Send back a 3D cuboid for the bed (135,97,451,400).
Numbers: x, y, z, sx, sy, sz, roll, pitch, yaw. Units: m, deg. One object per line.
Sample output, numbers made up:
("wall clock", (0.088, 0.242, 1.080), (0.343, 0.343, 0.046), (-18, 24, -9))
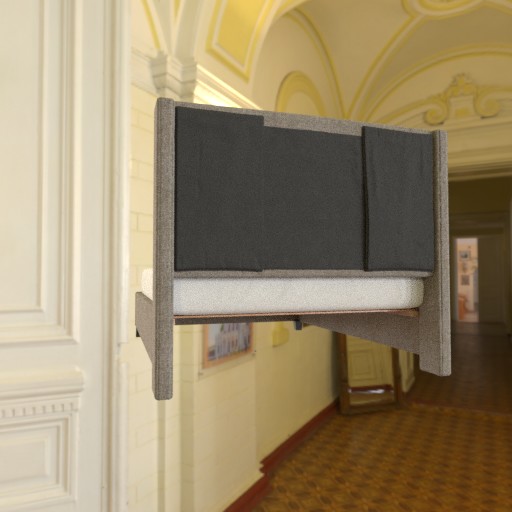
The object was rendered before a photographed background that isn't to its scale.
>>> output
("bed", (0.000, 0.000, 3.442), (1.714, 1.481, 2.245), (1, -2, -18))
